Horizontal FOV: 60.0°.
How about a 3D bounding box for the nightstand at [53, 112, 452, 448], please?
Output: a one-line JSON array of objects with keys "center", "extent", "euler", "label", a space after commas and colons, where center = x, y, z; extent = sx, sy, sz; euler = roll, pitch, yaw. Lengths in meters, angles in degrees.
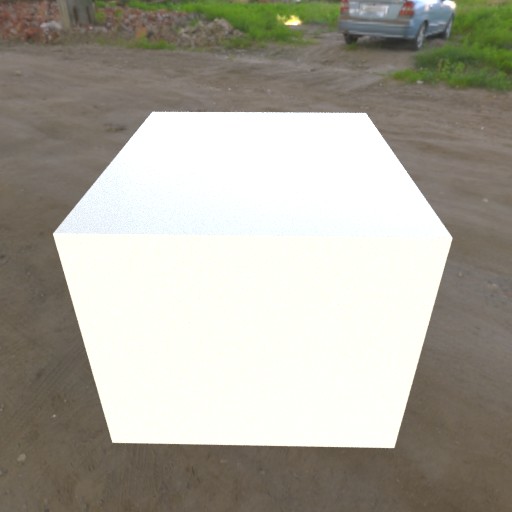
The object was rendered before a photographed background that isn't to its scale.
[{"center": [0.000, 0.000, 0.745], "extent": [0.408, 0.351, 0.470], "euler": [1, 33, 1], "label": "nightstand"}]
